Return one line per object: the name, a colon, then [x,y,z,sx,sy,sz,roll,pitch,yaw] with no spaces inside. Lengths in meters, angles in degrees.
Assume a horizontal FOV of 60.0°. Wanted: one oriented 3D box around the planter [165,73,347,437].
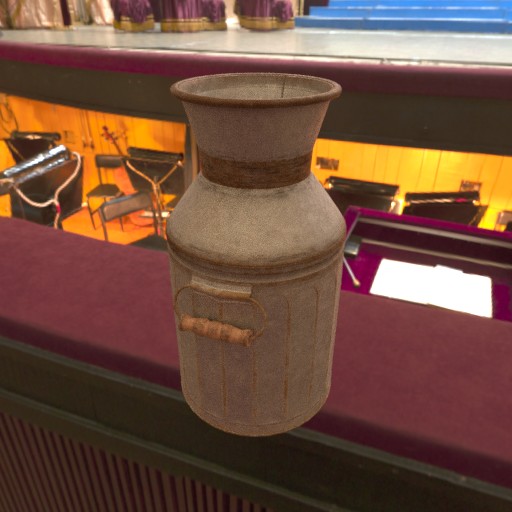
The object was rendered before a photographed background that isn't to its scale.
planter: [0.000,0.000,0.542,0.214,0.396,0.245,11,31,18]
